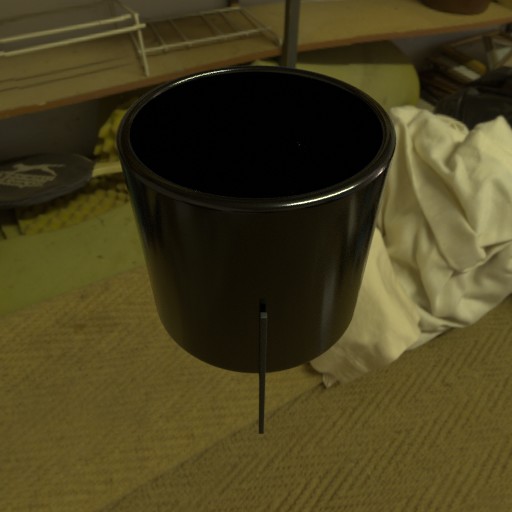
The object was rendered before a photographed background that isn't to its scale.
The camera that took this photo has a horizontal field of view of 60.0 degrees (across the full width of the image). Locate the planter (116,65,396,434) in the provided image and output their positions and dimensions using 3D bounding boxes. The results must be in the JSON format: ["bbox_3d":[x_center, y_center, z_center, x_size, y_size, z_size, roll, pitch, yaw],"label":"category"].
[{"bbox_3d":[0.000,0.000,0.638,0.310,0.432,0.310,33,54,28],"label":"planter"}]
